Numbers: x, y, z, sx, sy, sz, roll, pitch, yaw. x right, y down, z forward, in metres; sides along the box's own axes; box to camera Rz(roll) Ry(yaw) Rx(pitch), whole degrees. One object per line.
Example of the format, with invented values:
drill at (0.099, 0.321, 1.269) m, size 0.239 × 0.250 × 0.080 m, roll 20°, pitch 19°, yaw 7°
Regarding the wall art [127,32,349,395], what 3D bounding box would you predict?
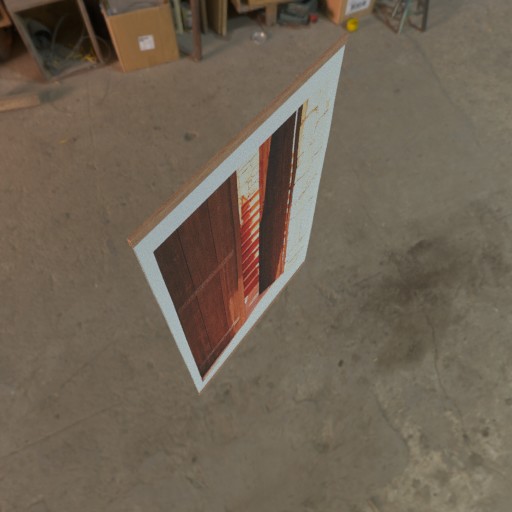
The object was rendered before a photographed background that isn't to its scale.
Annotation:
wall art at (0.000, 0.000, 1.916) m, size 0.019 × 1.527 × 1.019 m, roll 33°, pitch 65°, yaw 18°
